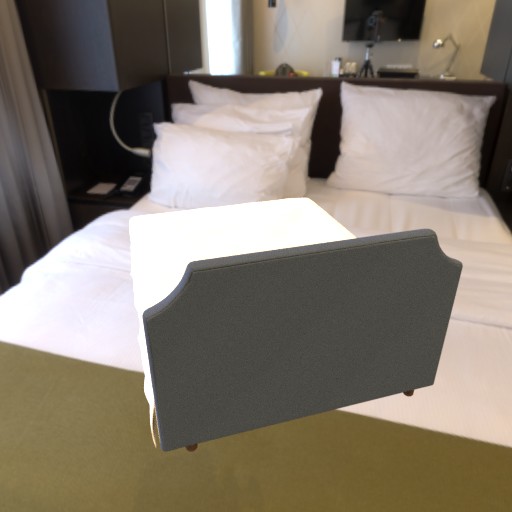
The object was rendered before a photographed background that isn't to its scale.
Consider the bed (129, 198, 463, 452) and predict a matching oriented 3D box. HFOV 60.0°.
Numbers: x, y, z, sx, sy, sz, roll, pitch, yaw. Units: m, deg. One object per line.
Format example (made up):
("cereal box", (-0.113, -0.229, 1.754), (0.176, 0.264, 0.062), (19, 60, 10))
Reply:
("bed", (0.000, 0.000, 4.191), (2.350, 1.488, 2.773), (-8, 29, -15))
